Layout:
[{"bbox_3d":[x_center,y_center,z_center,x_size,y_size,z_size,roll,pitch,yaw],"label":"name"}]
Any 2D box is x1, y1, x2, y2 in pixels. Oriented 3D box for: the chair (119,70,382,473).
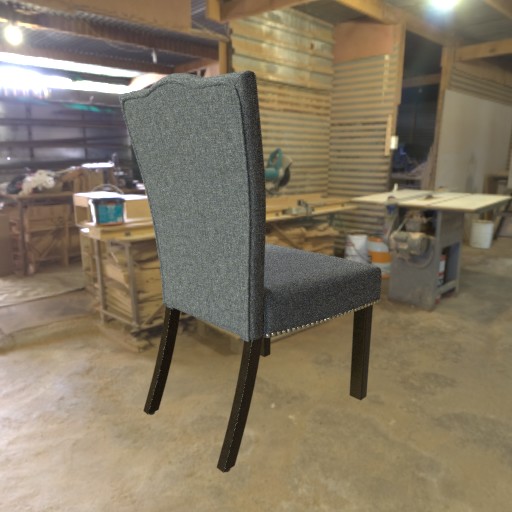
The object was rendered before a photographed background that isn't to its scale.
[{"bbox_3d":[0.000,0.000,1.302,0.589,0.946,0.518,-13,18,-43],"label":"chair"}]
